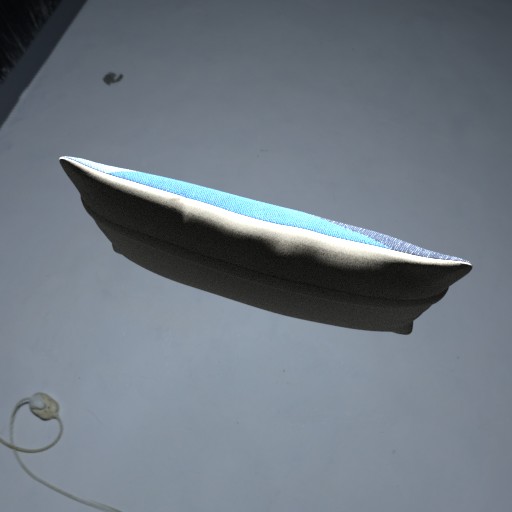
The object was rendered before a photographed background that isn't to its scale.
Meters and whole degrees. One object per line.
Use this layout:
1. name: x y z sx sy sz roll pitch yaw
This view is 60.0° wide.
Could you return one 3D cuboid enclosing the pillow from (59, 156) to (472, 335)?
1. pillow: 0.000 0.000 0.739 0.604 0.307 0.148 15 65 7
